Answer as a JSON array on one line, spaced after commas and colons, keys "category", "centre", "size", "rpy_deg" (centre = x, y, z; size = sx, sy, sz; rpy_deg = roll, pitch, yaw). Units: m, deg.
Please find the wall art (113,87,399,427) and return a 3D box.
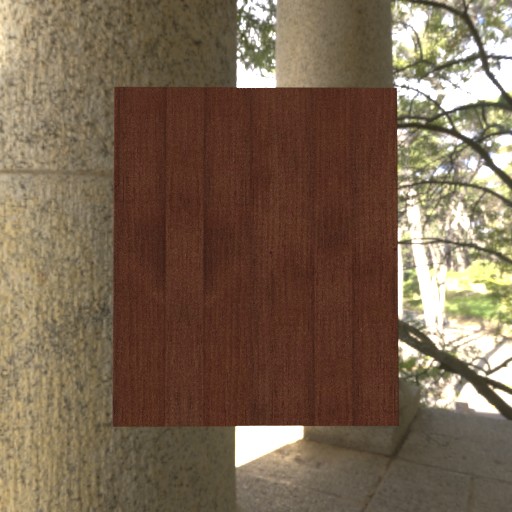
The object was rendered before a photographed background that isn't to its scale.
[{"category": "wall art", "centre": [0.000, 0.000, 0.607], "size": [0.377, 0.449, 0.039], "rpy_deg": [0, -1, 0]}]
